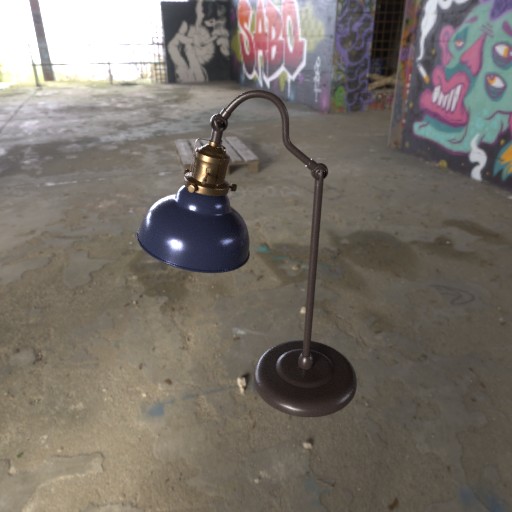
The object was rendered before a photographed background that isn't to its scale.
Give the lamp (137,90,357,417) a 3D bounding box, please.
[{"bbox_3d":[0.000,0.000,0.720,0.374,0.508,0.192,1,27,2],"label":"lamp"}]
